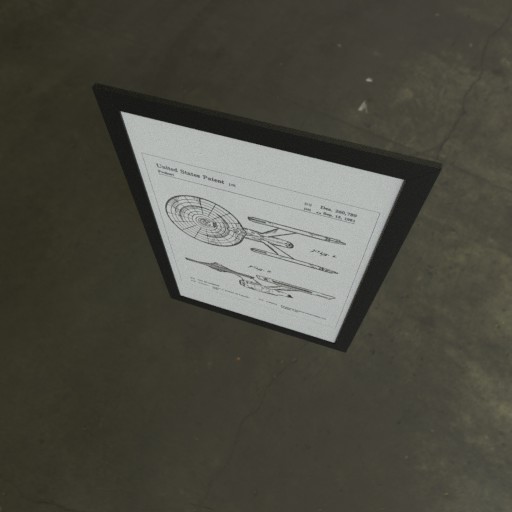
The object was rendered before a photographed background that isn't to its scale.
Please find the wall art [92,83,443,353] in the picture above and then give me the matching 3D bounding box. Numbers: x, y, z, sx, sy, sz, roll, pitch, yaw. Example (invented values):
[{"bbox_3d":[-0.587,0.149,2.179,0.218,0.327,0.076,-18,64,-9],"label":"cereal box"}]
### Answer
[{"bbox_3d":[0.000,0.000,0.685,0.379,0.530,0.008,16,60,9],"label":"wall art"}]
